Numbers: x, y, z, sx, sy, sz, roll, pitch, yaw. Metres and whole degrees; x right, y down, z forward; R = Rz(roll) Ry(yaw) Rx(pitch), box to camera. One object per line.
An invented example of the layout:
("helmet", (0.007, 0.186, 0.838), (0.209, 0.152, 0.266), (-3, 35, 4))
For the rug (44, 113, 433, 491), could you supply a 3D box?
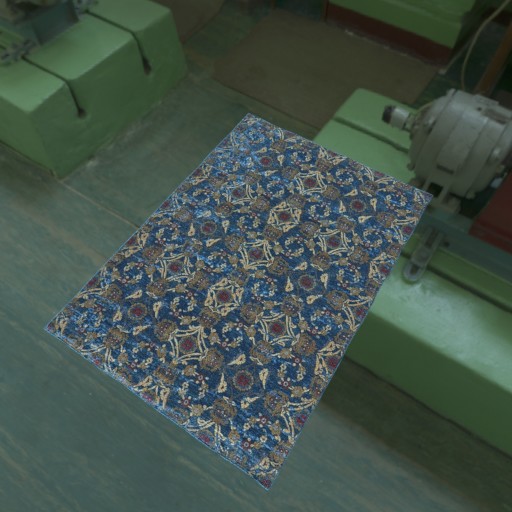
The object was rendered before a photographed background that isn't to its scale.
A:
("rug", (0.000, 0.000, 4.293), (2.337, 0.013, 3.291), (29, 63, 16))
